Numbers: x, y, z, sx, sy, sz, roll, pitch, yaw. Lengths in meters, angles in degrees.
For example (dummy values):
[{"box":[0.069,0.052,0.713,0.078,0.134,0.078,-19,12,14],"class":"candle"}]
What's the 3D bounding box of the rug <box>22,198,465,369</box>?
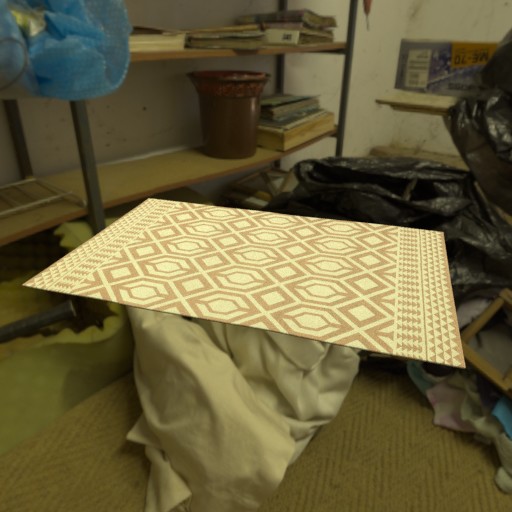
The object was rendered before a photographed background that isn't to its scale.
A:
[{"box":[0.000,0.000,2.950,2.435,0.011,1.526,8,29,15],"class":"rug"}]
